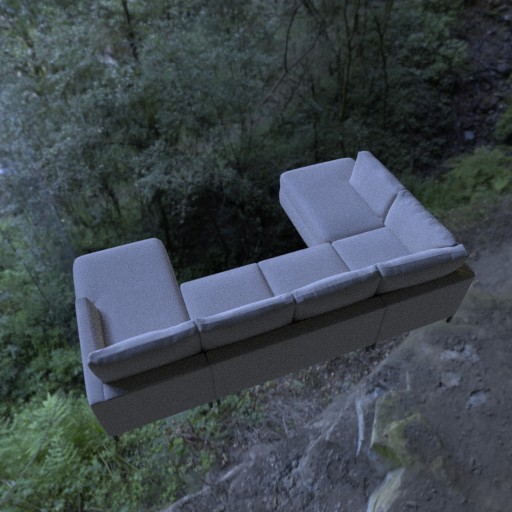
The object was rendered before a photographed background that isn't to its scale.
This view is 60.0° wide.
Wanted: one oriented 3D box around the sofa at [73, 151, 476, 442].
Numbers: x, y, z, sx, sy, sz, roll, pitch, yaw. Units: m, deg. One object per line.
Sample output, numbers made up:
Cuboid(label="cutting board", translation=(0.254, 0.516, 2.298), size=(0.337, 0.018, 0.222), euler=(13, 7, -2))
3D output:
Cuboid(label="sofa", translation=(0.000, 0.000, 3.821), size=(2.984, 0.862, 1.989), euler=(-15, 48, -14))
